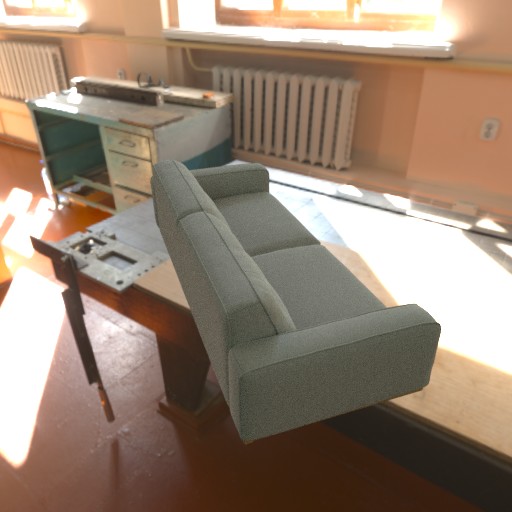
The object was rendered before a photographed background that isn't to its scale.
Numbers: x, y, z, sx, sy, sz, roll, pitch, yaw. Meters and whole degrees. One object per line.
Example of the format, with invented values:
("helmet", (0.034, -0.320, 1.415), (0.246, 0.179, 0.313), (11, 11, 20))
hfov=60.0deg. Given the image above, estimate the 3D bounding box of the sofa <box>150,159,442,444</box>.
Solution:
("sofa", (0.000, 0.000, 2.782), (0.956, 0.781, 2.270), (-11, 32, -17))
